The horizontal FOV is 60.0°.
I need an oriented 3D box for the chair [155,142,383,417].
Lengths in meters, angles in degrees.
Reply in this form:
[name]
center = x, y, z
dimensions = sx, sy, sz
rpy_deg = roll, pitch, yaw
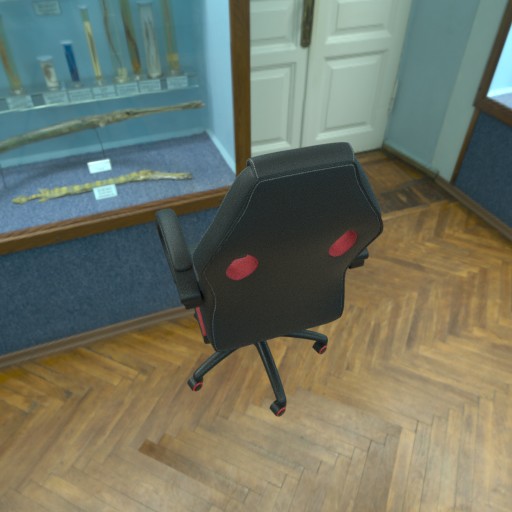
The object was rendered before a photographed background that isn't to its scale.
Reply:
[chair]
center = 0.000, 0.000, 1.654
dimensions = 0.673, 1.187, 0.724
rpy_deg = -13, 43, -14
